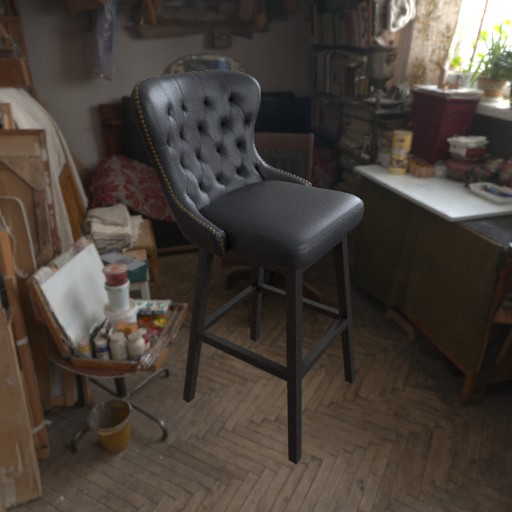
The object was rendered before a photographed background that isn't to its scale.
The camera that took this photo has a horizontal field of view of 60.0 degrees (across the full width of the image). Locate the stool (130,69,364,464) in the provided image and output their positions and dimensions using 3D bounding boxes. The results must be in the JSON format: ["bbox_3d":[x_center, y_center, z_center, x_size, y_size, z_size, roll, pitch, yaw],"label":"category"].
[{"bbox_3d":[0.000,0.000,1.403,0.601,1.050,0.528,18,32,30],"label":"stool"}]
